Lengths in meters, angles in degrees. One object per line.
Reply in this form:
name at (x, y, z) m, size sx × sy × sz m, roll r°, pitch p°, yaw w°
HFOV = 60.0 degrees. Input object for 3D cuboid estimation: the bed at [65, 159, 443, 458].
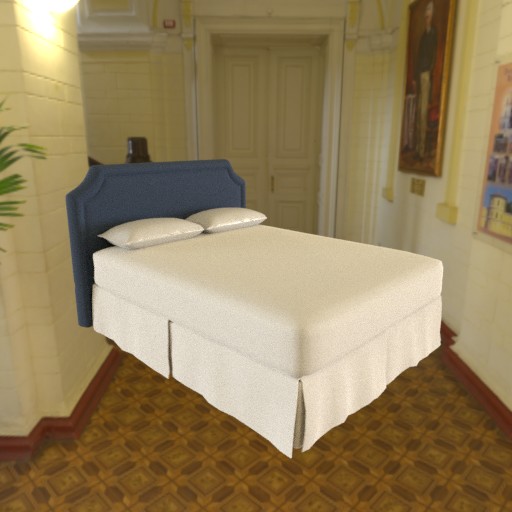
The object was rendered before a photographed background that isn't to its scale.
bed at (0.000, 0.000, 3.299) m, size 2.260 × 1.297 × 1.831 m, roll 14°, pitch 20°, yaw 42°
